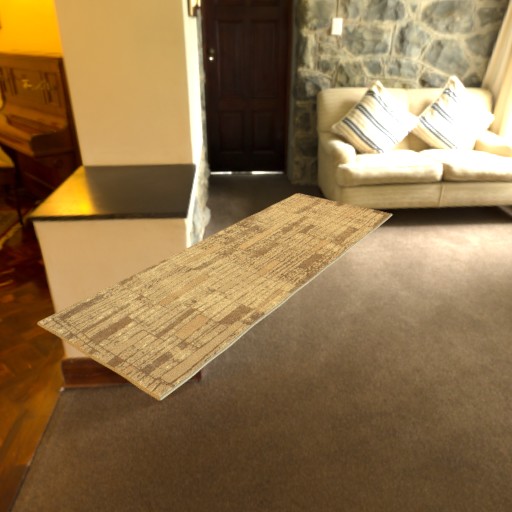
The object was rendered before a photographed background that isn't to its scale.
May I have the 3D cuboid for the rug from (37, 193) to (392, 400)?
[{"bbox_3d":[0.000,0.000,2.741,0.857,0.018,2.383,18,32,32],"label":"rug"}]
